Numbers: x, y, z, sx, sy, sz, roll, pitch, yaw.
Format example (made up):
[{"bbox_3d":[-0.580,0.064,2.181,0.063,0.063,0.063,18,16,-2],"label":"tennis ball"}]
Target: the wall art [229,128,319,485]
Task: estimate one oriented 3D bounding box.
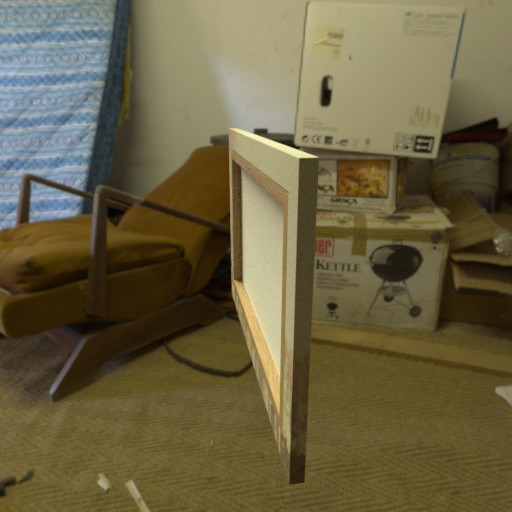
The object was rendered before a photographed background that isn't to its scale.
[{"bbox_3d":[0.000,0.000,1.459,0.041,0.758,1.142,-3,19,-9],"label":"wall art"}]
